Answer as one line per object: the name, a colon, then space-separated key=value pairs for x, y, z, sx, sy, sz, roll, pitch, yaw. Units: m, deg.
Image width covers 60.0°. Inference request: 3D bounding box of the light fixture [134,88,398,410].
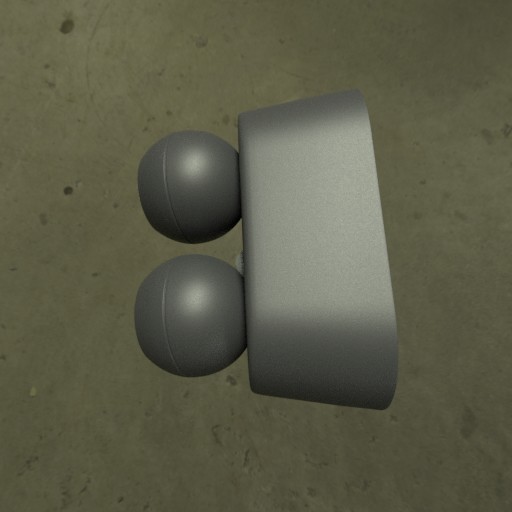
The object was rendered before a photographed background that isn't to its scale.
light fixture: x=0.000 y=0.000 z=0.340 sx=0.159 sy=0.159 sz=0.229 roll=-3 pitch=75 yaw=-1
